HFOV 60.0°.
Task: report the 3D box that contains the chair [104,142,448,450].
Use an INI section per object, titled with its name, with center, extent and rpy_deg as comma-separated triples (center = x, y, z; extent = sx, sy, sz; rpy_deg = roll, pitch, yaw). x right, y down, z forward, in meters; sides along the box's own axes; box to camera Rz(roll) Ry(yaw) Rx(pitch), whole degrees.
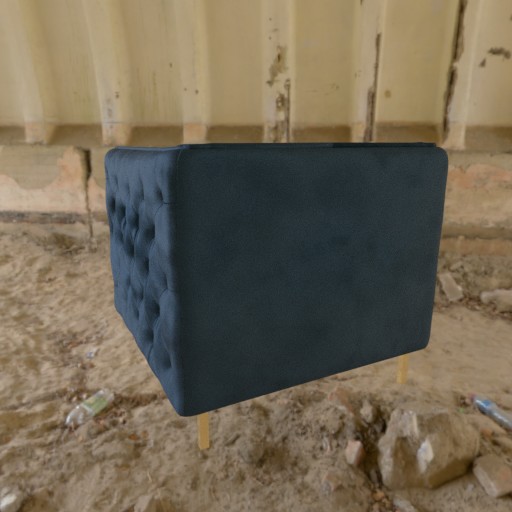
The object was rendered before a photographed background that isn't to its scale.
[chair]
center = 0.000, 0.000, 1.543
extent = 0.868, 0.771, 0.877
rpy_deg = -7, 16, -26
